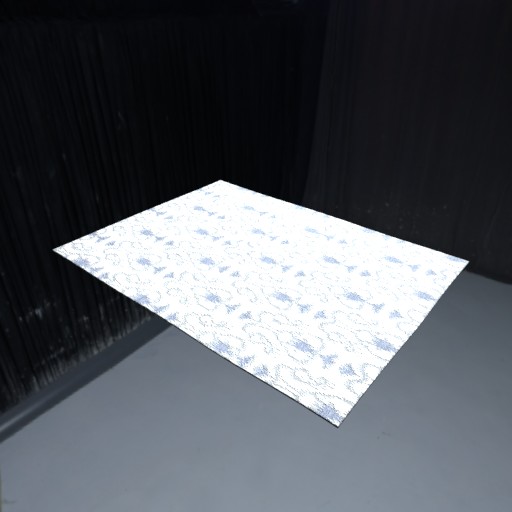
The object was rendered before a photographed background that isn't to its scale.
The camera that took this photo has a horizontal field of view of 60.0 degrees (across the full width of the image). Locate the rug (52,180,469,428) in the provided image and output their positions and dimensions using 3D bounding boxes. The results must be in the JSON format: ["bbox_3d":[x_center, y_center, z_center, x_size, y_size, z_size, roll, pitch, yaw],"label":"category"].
[{"bbox_3d":[0.000,0.000,2.979,2.261,0.013,1.676,23,38,33],"label":"rug"}]
